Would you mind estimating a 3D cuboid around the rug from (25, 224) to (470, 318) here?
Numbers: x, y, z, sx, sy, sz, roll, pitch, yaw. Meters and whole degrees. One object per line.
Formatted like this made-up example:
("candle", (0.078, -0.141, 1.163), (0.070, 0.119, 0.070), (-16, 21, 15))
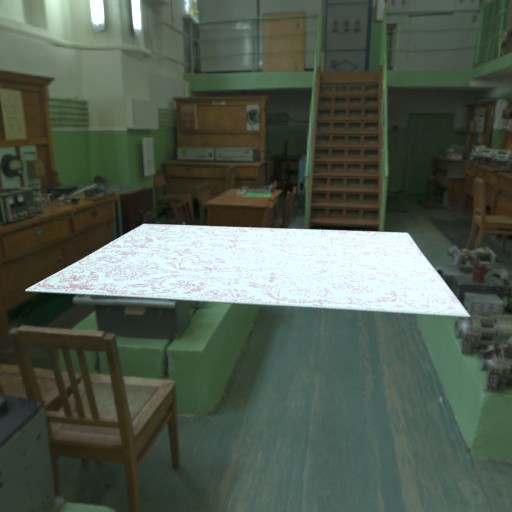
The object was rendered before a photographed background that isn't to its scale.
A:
("rug", (0.000, 0.000, 2.916), (2.202, 0.014, 1.598), (2, 17, 8))
